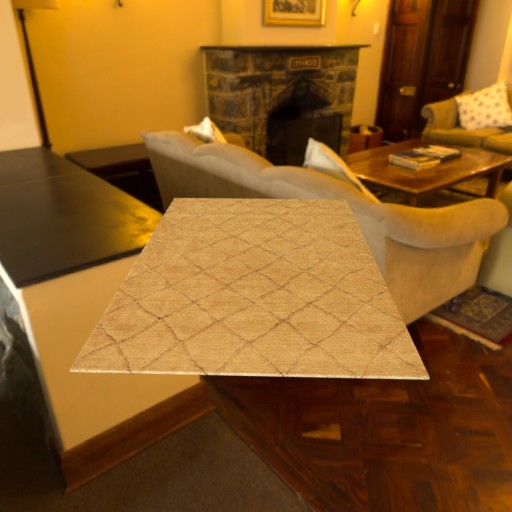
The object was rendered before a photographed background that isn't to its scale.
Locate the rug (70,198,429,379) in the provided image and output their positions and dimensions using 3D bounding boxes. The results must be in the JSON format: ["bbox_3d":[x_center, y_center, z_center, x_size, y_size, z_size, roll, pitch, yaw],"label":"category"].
[{"bbox_3d":[0.000,0.000,2.907,1.528,0.014,2.292,1,26,2],"label":"rug"}]
